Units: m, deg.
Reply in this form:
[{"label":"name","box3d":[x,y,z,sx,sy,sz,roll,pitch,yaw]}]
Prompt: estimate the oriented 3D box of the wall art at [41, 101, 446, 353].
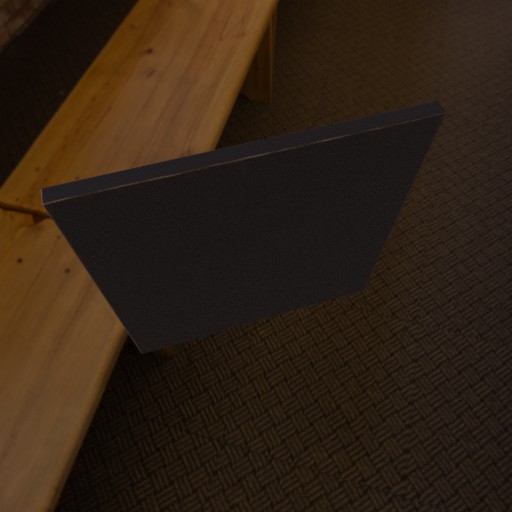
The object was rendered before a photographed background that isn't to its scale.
[{"label":"wall art","box3d":[0.000,0.000,0.453,0.304,0.303,0.015,-15,60,-9]}]
